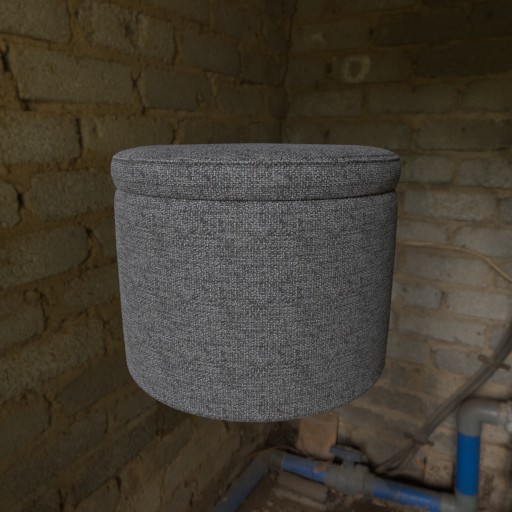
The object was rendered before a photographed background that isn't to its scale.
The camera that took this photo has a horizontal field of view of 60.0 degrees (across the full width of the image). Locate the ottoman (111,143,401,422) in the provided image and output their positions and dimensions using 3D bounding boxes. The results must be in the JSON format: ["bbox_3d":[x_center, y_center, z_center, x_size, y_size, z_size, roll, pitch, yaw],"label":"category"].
[{"bbox_3d":[0.000,0.000,0.872,0.520,0.430,0.520,0,15,0],"label":"ottoman"}]
